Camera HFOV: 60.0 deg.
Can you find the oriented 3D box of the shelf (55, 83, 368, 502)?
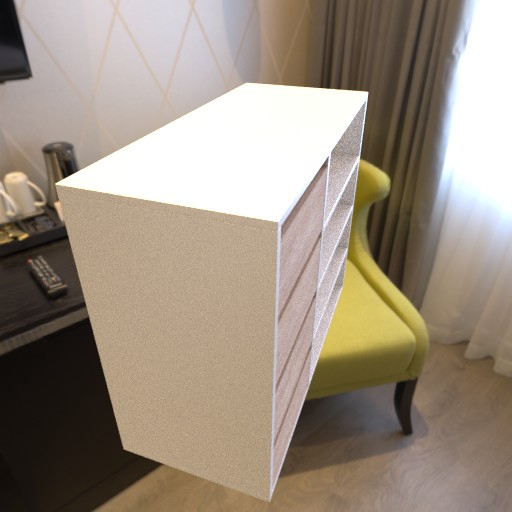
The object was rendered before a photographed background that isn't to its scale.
[{"bbox_3d":[0.000,0.000,1.242,0.396,0.732,0.895,11,34,17],"label":"shelf"}]
